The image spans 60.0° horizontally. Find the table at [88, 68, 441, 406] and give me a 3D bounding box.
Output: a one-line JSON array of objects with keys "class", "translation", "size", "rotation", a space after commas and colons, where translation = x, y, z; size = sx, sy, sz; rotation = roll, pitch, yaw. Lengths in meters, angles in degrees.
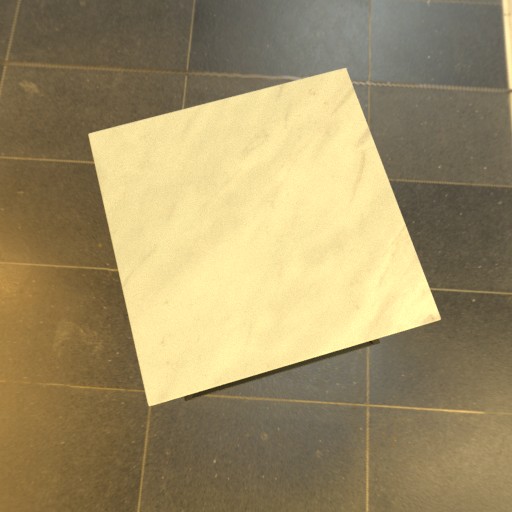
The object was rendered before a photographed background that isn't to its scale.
[{"class": "table", "translation": [0.000, 0.000, 0.841], "size": [0.455, 0.431, 0.455], "rotation": [-16, 77, -4]}]
